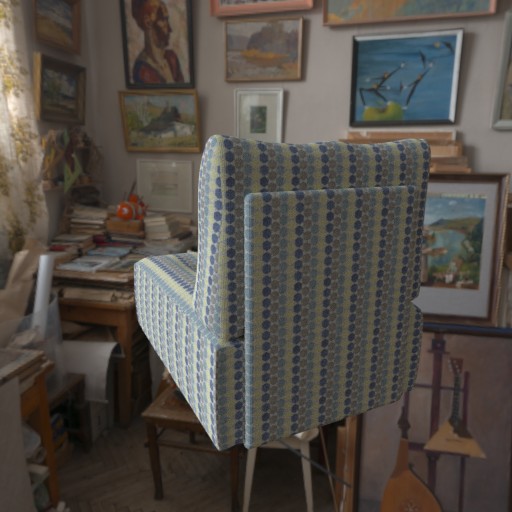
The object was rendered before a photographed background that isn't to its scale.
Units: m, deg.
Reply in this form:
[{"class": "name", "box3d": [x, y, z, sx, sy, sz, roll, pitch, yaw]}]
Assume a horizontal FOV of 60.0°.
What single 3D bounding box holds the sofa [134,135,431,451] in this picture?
[{"class": "sofa", "box3d": [0.000, 0.000, 1.616, 0.700, 0.820, 1.000, -7, 15, -26]}]
